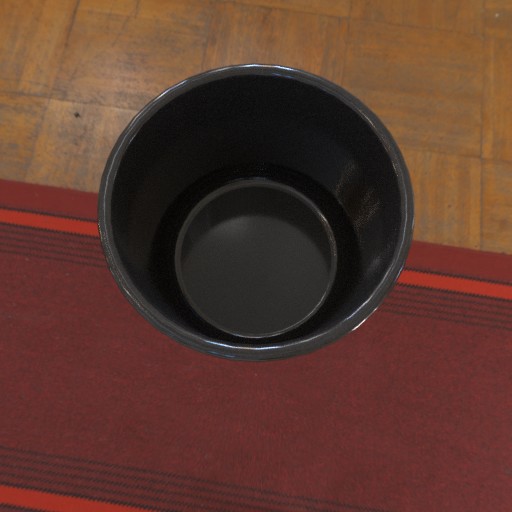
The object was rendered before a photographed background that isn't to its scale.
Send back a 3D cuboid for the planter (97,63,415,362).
[{"bbox_3d":[0.000,0.000,0.517,0.251,0.355,0.251,-36,78,-9],"label":"planter"}]
